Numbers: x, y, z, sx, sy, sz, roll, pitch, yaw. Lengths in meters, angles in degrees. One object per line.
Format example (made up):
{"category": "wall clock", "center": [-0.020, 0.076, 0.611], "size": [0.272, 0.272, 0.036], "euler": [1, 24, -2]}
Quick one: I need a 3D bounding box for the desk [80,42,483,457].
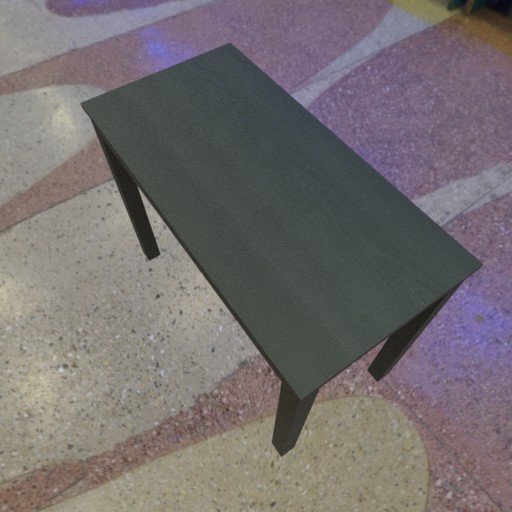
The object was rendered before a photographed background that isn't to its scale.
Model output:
{"category": "desk", "center": [0.000, 0.000, 1.413], "size": [0.499, 0.762, 0.991], "euler": [-31, 63, -18]}
